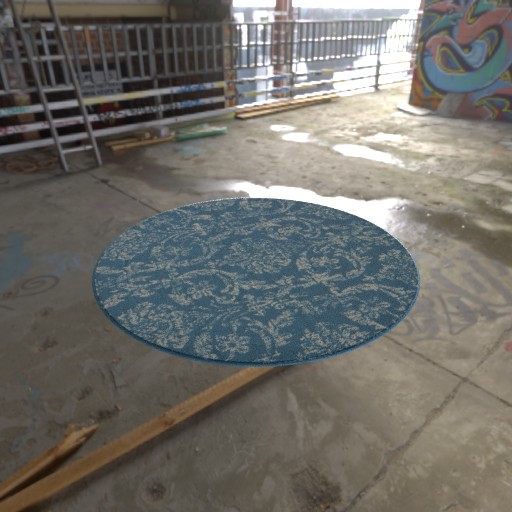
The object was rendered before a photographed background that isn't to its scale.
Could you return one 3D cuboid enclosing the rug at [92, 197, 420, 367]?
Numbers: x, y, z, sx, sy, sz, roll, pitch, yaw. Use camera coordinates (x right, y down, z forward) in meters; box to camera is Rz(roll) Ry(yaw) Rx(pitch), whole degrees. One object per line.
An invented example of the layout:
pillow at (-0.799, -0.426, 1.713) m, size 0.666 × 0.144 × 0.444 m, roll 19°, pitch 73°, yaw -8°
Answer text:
rug at (0.000, 0.000, 2.261) m, size 1.593 × 0.012 × 1.593 m, roll 0°, pitch 29°, yaw 0°
